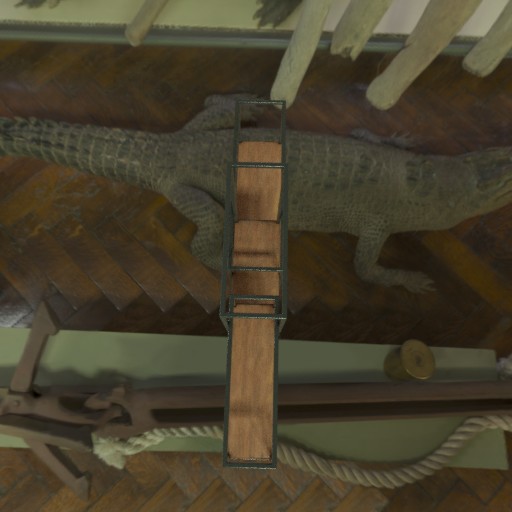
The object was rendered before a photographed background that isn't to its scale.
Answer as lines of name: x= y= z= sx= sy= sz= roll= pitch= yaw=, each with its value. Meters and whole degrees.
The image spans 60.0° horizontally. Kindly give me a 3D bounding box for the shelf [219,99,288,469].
shelf: x=0.000 y=0.000 z=2.130 sx=0.275 sy=0.972 sz=1.781 roll=2 pitch=74 yaw=0
